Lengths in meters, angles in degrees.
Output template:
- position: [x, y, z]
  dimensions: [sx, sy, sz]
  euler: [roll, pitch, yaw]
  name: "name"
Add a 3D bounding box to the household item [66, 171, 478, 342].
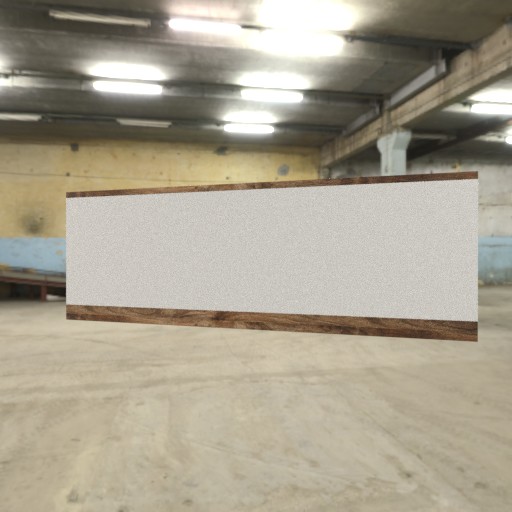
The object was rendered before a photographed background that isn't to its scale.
- position: [0.000, 0.000, 2.053]
  dimensions: [1.800, 0.615, 0.390]
  euler: [0, 0, 18]
  name: "household item"
